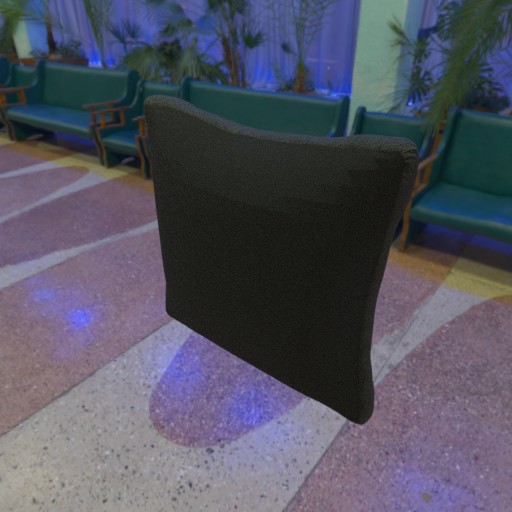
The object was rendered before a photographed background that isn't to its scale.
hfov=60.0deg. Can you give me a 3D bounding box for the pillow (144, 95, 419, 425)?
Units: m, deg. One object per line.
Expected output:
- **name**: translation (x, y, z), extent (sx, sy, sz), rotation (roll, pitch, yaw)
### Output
- **pillow**: translation (0.000, 0.000, 0.815), extent (0.533, 0.523, 0.210), rotation (22, 37, 32)
